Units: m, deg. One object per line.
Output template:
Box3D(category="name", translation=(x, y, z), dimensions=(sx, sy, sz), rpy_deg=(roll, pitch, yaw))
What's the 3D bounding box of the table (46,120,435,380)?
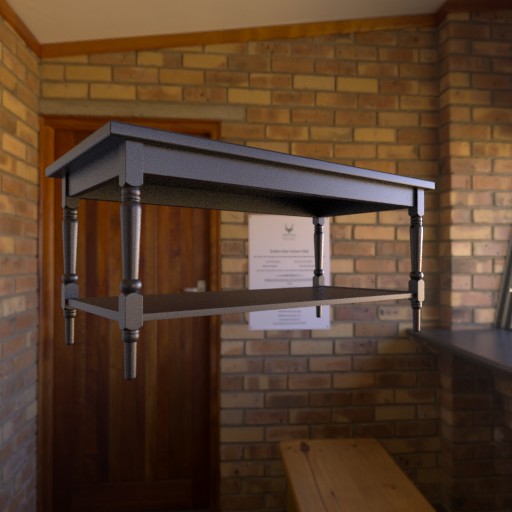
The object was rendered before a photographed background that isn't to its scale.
Box3D(category="table", translation=(0.000, 0.000, 1.390), dimensions=(1.107, 0.510, 0.550), rpy_deg=(0, -1, -37))
